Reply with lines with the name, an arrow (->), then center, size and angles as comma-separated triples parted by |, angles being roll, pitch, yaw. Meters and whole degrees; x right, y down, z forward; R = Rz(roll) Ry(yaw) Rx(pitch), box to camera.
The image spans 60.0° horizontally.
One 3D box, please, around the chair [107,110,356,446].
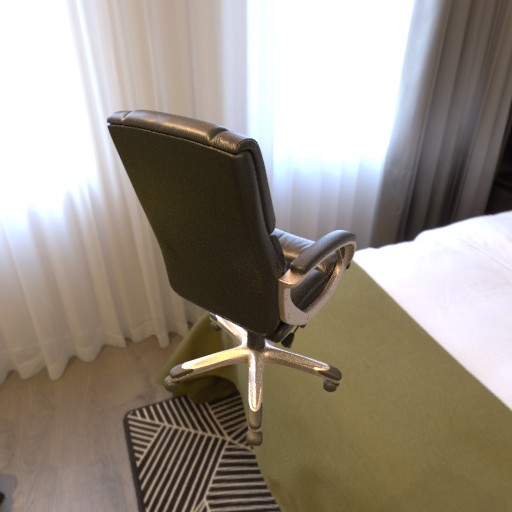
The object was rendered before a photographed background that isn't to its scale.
chair -> 0.000, 0.000, 1.637 | 0.700, 1.145, 0.780 | 21, 37, 31
